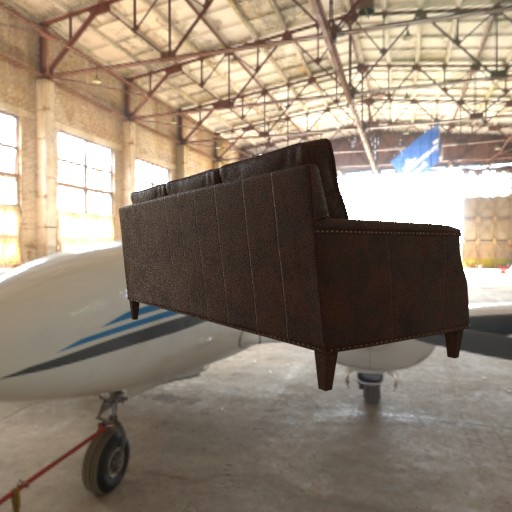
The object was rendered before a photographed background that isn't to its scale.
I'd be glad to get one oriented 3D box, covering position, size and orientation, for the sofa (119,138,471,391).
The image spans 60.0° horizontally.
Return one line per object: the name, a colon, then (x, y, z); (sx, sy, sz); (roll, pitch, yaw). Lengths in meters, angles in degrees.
sofa: (0.000, 0.000, 2.811); (1.084, 1.003, 2.240); (-1, 1, -35)
